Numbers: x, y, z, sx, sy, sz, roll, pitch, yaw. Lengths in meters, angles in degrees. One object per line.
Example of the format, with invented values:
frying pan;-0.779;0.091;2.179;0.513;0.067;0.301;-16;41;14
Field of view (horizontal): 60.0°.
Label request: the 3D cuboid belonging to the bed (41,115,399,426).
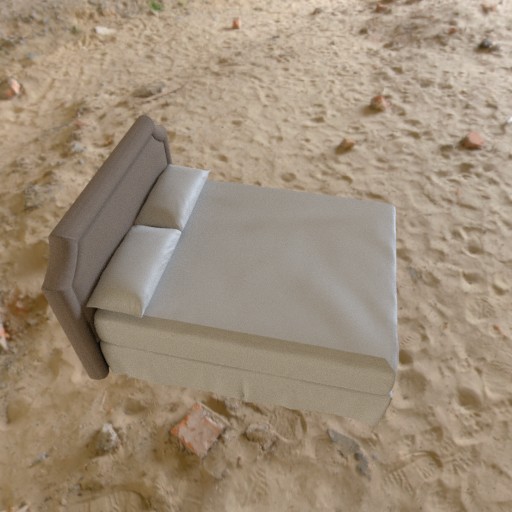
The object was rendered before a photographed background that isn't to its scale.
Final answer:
bed;0.000;0.000;3.291;2.164;1.303;1.828;9;48;8
